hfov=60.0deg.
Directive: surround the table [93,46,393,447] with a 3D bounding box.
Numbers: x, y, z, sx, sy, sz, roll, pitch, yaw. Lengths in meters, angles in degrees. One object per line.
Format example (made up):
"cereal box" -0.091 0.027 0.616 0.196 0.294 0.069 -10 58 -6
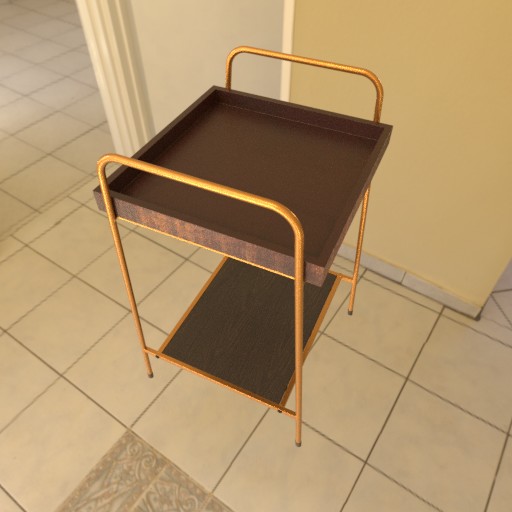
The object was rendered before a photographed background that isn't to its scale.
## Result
"table" 0.000 0.000 0.976 0.430 0.710 0.430 19 50 17
